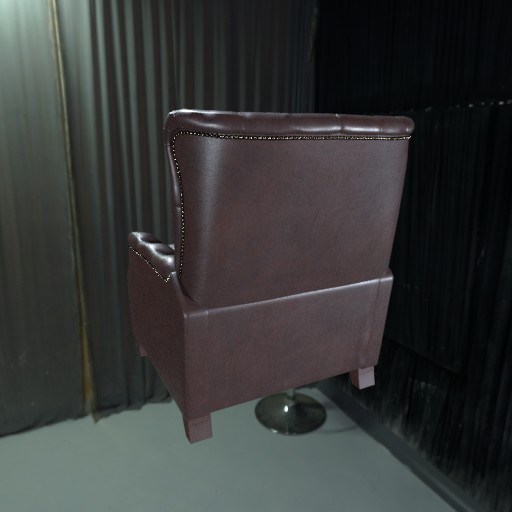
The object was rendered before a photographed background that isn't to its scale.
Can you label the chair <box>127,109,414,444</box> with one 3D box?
[{"bbox_3d":[0.000,0.000,1.453,0.709,0.864,0.823,-8,16,-27],"label":"chair"}]
